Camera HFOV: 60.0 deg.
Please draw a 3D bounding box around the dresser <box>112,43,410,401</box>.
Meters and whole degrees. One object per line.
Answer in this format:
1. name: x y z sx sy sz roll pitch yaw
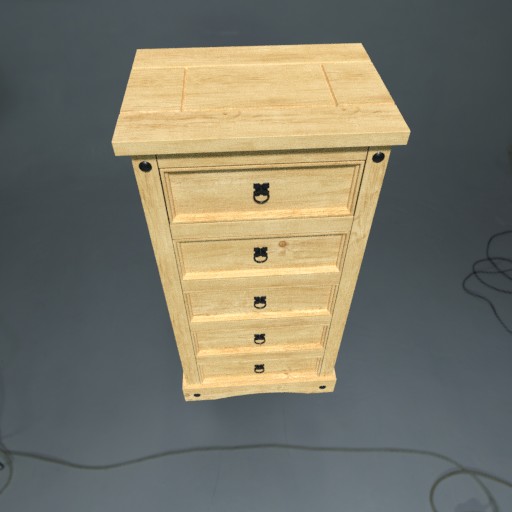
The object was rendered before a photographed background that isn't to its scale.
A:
1. dresser: 0.000 0.000 1.299 0.531 1.041 0.390 -3 47 -3
